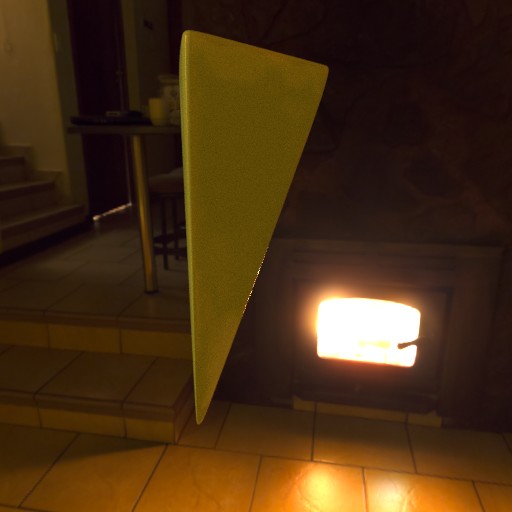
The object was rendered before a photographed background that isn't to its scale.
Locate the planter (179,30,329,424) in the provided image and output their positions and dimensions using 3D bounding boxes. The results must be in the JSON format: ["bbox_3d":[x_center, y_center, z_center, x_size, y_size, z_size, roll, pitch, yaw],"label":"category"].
[{"bbox_3d":[0.000,0.000,0.210,0.064,0.178,0.080,-3,16,-10],"label":"planter"}]
